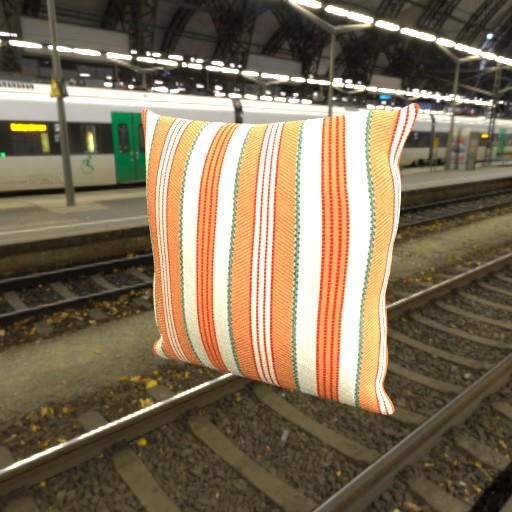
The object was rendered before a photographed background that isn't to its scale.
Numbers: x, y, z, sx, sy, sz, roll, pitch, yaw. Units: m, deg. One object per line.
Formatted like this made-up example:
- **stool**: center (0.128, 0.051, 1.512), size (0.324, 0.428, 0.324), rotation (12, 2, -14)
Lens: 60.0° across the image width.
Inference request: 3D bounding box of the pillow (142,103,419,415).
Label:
- **pillow**: center (0.000, 0.000, 0.678), size (0.440, 0.441, 0.182), rotation (7, 16, 27)
